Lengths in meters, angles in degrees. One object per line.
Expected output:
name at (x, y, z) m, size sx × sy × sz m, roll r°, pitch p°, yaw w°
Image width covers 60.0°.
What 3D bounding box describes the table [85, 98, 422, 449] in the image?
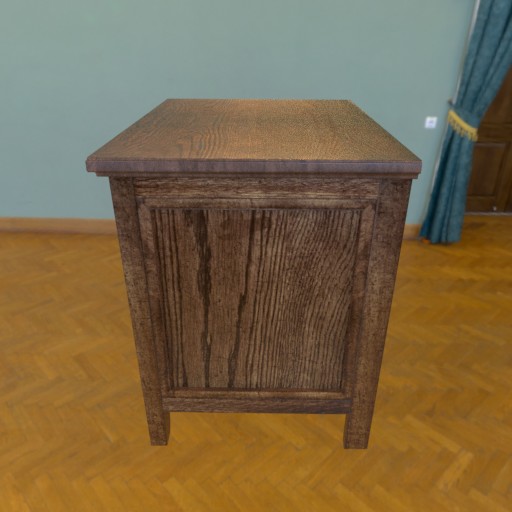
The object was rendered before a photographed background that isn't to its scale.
table at (0.000, 0.000, 0.998) m, size 0.461 × 0.597 × 0.586 m, roll 0°, pitch 27°, yaw 1°
